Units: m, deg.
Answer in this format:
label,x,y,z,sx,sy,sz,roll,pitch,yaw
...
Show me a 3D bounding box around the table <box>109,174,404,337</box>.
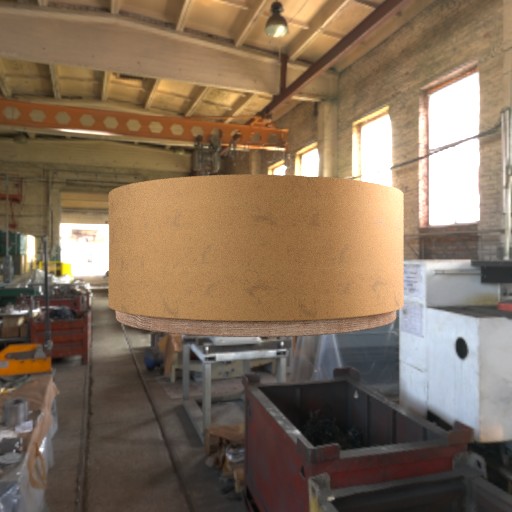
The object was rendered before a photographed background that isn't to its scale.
label,x,y,z,sx,sy,sz,roll,pitch,yaw
table,0.000,0.000,1.585,1.001,0.409,1.001,0,0,0
